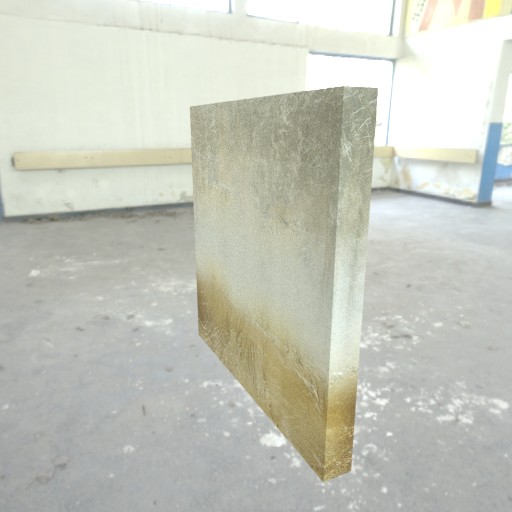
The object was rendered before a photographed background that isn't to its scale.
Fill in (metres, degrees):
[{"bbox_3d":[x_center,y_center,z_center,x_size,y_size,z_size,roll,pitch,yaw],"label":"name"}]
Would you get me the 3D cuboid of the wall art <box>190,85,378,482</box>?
[{"bbox_3d":[0.000,0.000,0.611,0.038,0.407,0.405,-8,18,-25],"label":"wall art"}]
